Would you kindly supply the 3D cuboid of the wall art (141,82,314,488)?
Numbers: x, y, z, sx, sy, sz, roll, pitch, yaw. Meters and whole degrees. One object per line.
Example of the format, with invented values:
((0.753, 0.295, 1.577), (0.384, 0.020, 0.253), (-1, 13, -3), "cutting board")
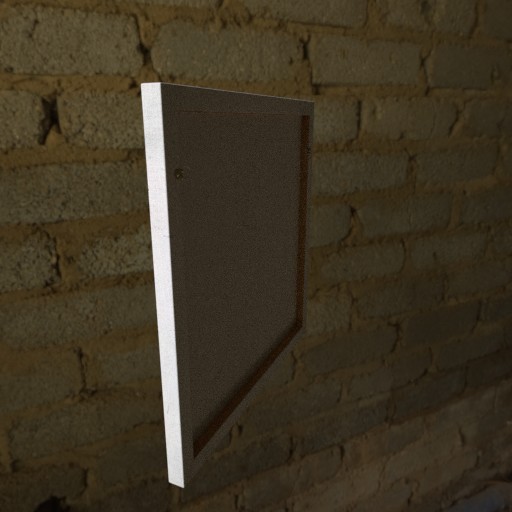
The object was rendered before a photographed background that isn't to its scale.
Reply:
((0.000, 0.000, 1.117), (0.041, 0.762, 0.762), (8, 19, 24), "wall art")
